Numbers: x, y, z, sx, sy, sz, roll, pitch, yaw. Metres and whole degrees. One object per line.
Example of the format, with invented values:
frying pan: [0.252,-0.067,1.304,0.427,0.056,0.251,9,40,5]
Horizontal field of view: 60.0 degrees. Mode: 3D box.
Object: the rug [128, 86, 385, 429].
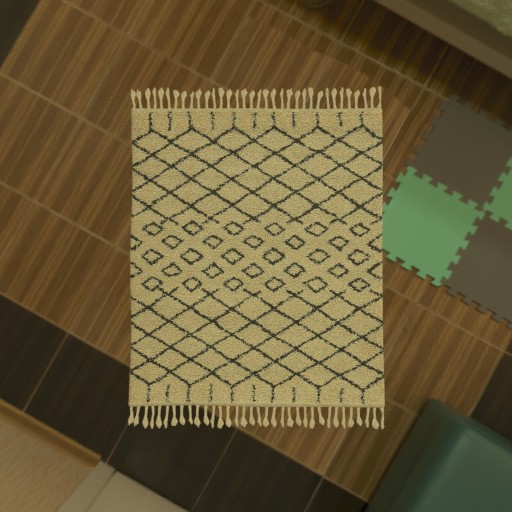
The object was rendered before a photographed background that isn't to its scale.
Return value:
rug: [0.000,0.000,4.163,2.388,0.030,3.213,0,88,1]
